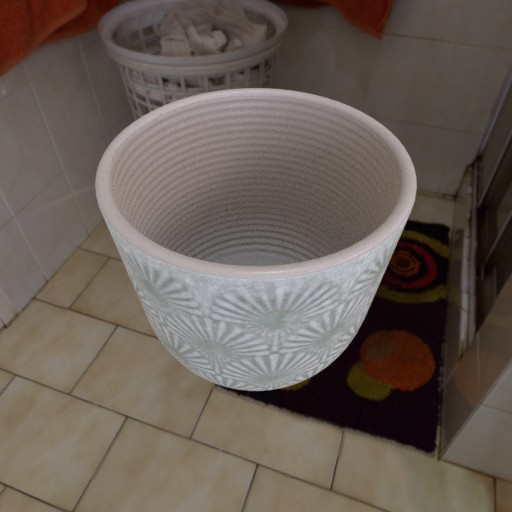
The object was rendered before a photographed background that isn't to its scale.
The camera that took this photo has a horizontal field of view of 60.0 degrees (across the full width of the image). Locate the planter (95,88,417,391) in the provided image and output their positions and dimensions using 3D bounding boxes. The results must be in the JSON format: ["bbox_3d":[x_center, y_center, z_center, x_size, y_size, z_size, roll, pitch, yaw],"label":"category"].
[{"bbox_3d":[0.000,0.000,0.294,0.170,0.152,0.170,0,46,0],"label":"planter"}]
